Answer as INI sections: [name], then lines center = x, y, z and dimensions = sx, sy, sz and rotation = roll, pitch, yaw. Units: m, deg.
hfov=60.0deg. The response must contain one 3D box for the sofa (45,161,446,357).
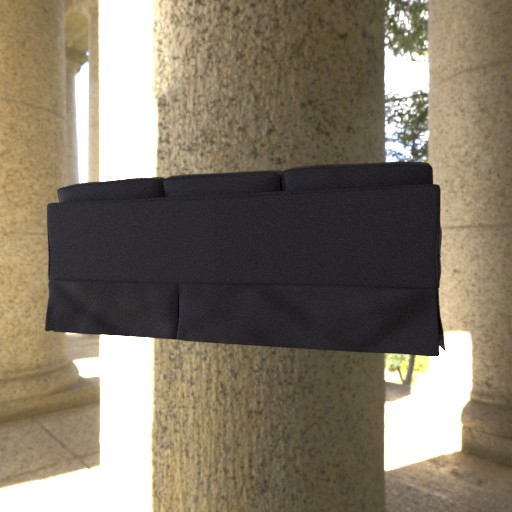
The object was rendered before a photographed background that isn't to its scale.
[sofa]
center = 0.000, 0.000, 3.356
dimensions = 2.518, 1.039, 1.637
rotation = 0, 0, 18
